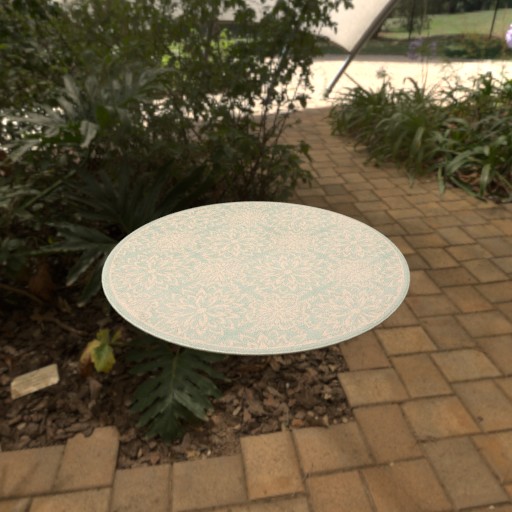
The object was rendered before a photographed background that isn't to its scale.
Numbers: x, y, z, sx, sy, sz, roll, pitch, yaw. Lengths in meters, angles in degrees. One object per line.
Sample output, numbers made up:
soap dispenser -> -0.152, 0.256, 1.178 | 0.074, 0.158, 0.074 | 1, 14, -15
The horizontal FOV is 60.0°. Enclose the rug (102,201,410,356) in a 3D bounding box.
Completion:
rug -> 0.000, 0.000, 2.393 | 1.593, 0.012, 1.593 | 0, 28, 0
